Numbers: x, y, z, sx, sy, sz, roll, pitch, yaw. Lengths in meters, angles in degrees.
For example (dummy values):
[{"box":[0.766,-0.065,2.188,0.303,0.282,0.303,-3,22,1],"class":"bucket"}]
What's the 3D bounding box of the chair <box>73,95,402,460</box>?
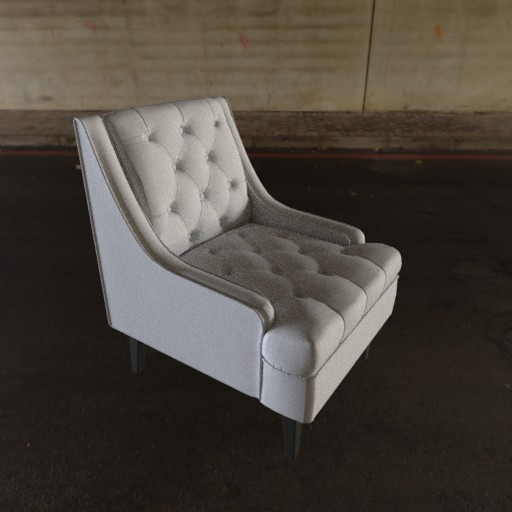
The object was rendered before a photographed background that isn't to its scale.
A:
[{"box":[0.000,0.000,1.417,0.772,0.891,0.658,17,31,31],"class":"chair"}]
